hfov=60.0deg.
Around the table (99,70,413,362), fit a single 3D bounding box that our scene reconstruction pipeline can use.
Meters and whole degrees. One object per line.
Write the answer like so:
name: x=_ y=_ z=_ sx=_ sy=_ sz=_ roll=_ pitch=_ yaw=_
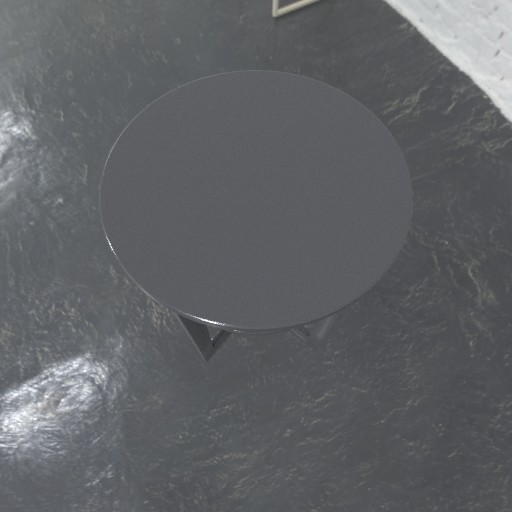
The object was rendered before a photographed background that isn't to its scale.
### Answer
table: x=0.000 y=0.000 z=0.958 sx=0.500 sy=0.550 sz=0.500 roll=0 pitch=63 yaw=0
